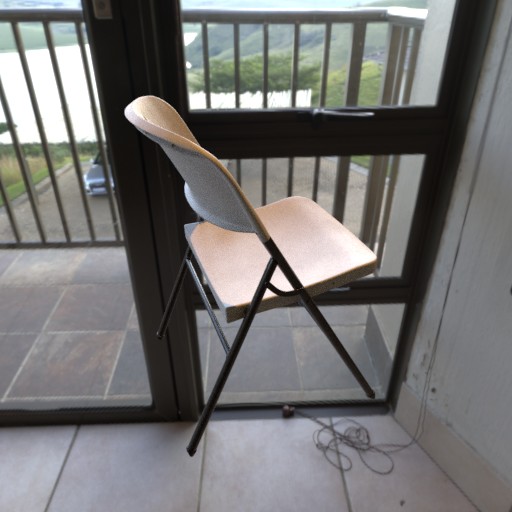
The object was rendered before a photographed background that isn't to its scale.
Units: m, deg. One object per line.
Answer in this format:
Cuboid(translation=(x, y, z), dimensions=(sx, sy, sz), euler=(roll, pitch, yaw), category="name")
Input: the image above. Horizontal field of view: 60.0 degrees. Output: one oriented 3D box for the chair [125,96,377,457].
Cuboid(translation=(0.000, 0.000, 1.191), dimensions=(0.566, 0.810, 0.494), euler=(-11, 33, -17), category="chair")
